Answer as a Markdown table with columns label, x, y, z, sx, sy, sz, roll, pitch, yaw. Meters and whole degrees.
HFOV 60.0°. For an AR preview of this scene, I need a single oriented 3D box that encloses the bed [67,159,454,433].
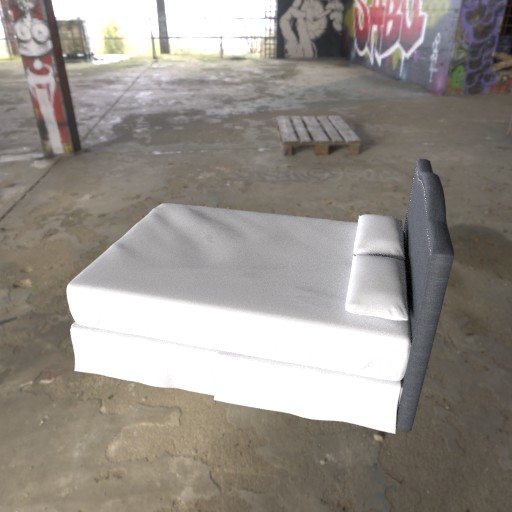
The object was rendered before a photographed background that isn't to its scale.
| label | x | y | z | sx | sy | sz | roll | pitch | yaw |
| --- | --- | --- | --- | --- | --- | --- | --- | --- | --- |
| bed | 0.000 | 0.000 | 3.505 | 2.507 | 1.441 | 1.747 | 7 | 30 | 13 |
